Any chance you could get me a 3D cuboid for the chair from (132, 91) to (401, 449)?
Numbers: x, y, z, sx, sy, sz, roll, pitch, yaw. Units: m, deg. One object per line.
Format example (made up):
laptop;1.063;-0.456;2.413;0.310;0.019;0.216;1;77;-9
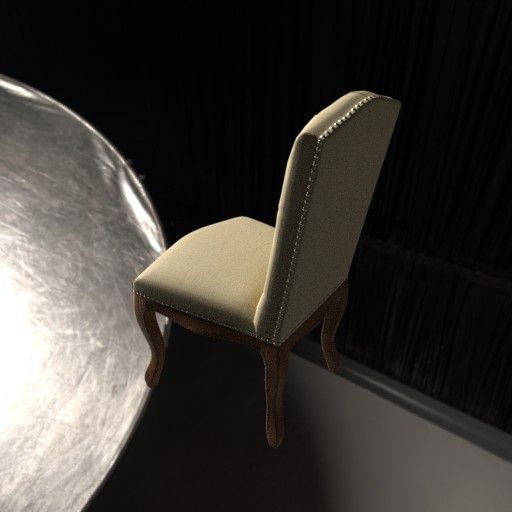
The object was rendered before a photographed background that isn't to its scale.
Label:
chair;0.000;0.000;1.553;0.715;1.165;0.623;21;37;30
